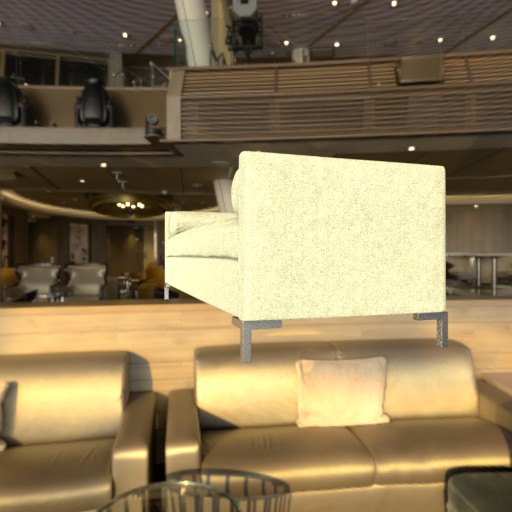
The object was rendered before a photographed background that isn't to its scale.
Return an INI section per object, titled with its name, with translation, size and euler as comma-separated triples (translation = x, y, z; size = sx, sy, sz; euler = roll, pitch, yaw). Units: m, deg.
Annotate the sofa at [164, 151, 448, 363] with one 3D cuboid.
[sofa]
translation = 0.000, 0.000, 2.467
size = 0.797, 0.657, 2.102
euler = 0, 0, -18
